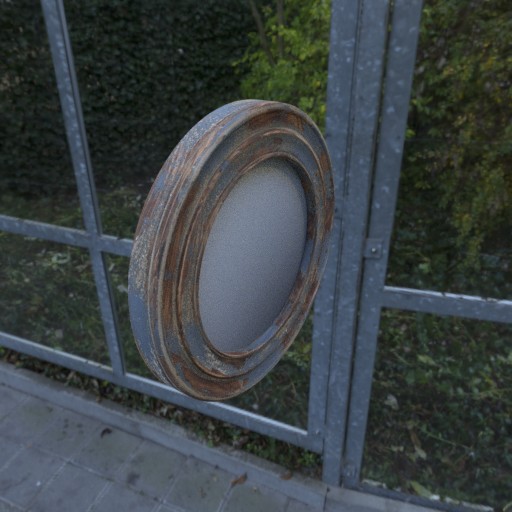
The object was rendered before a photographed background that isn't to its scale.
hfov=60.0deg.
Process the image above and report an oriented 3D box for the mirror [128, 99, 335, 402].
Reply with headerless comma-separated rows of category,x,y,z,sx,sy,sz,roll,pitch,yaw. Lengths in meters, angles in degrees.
mirror,0.000,0.000,0.882,0.061,0.585,0.585,17,30,32
